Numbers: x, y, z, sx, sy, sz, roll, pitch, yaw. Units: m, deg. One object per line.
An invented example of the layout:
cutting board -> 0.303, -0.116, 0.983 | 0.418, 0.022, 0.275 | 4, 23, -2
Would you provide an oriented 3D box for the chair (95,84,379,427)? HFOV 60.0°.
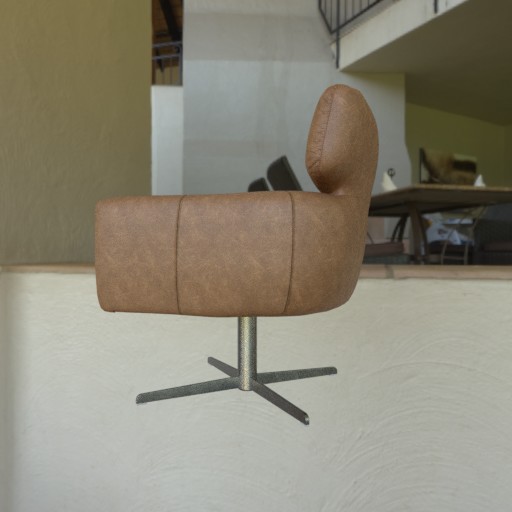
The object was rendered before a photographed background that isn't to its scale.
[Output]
chair -> 0.000, 0.000, 1.346 | 0.715, 0.812, 0.706 | 0, 1, 18
